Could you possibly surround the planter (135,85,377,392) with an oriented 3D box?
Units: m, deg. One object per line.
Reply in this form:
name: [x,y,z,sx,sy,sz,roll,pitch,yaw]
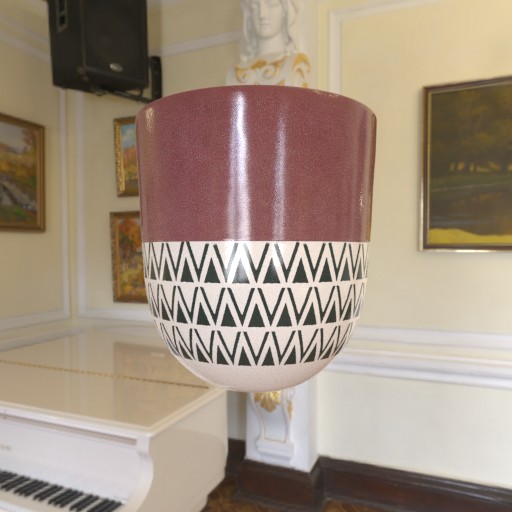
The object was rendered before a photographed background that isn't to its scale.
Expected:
planter: [0.000,0.000,0.371,0.195,0.214,0.195,0,1,0]
